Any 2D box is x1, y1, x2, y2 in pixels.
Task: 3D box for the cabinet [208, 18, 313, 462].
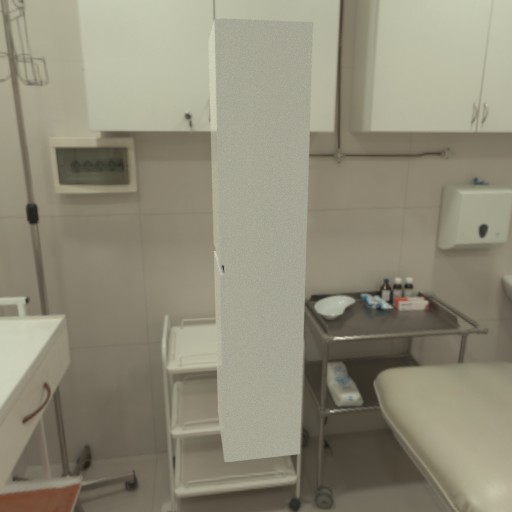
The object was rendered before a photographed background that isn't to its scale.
[{"bbox_3d":[0.000,0.000,1.523,0.270,1.400,0.300,-2,16,-9],"label":"cabinet"}]
